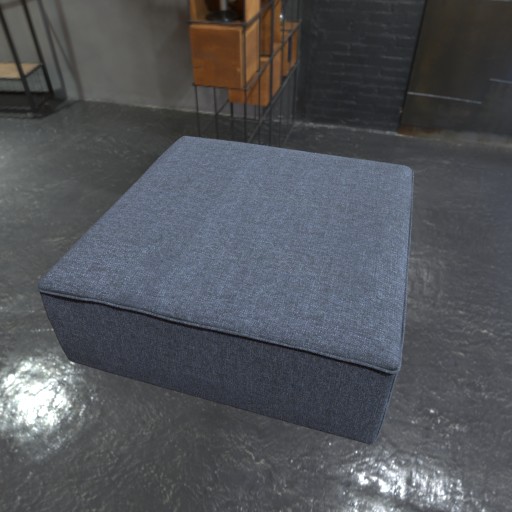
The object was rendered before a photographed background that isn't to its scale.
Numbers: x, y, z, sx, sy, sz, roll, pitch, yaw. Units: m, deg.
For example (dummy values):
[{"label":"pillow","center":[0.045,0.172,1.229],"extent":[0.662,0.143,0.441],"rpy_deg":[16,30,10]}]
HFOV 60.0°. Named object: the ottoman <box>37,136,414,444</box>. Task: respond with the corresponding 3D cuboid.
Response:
[{"label":"ottoman","center":[0.000,0.000,1.599],"extent":[1.017,0.423,1.023],"rpy_deg":[11,41,13]}]
